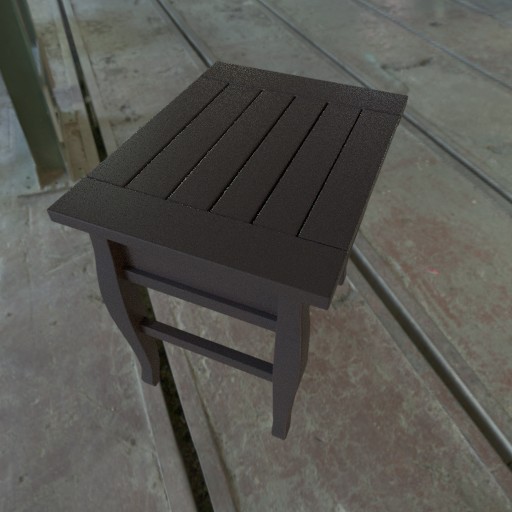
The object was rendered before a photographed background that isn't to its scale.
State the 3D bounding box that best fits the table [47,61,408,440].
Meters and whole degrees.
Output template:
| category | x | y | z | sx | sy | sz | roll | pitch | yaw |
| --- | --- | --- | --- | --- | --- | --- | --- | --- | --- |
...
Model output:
| category | x | y | z | sx | sy | sz | roll | pitch | yaw |
| --- | --- | --- | --- | --- | --- | --- | --- | --- | --- |
| table | 0.000 | 0.000 | 1.040 | 0.460 | 0.605 | 0.602 | 17 | 49 | 16 |
